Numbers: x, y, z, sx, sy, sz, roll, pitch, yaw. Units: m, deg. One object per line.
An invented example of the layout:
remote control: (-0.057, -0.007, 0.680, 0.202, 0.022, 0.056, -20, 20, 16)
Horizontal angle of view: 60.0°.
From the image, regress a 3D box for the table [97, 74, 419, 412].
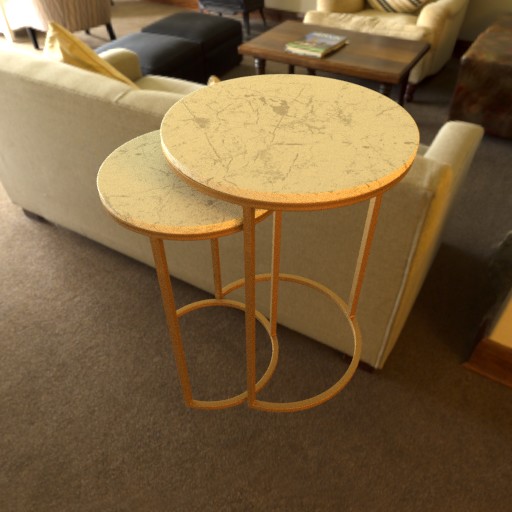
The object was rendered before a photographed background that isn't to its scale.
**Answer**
table: (0.000, 0.000, 0.876, 0.507, 0.550, 0.400, -11, 44, -12)
